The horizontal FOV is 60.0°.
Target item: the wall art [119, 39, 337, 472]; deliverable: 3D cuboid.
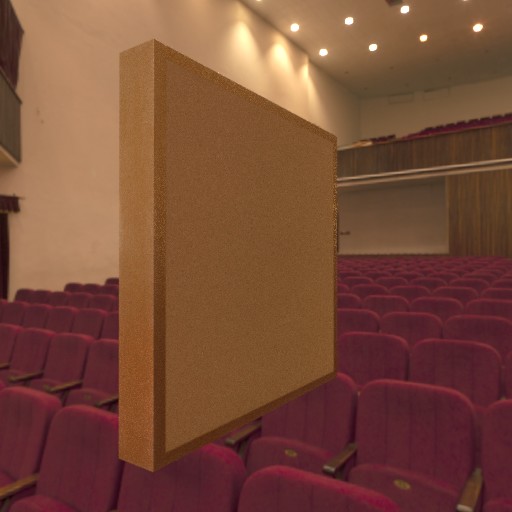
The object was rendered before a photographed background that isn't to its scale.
[{"bbox_3d":[0.000,0.000,0.447,0.038,0.305,0.306,0,0,35],"label":"wall art"}]
